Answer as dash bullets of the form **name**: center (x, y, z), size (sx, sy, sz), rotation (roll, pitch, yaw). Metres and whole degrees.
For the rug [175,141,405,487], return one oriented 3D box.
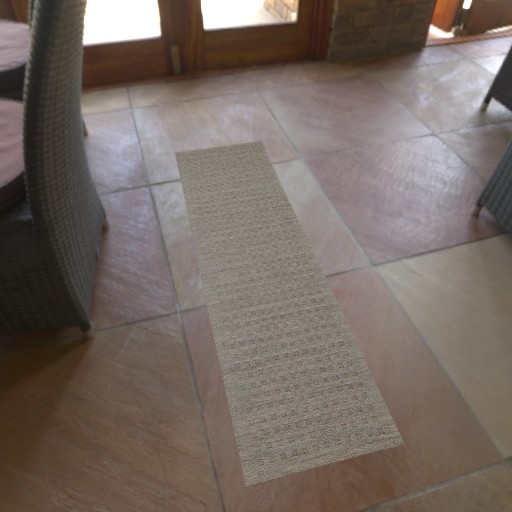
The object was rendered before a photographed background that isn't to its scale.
- **rug**: center (0.000, 0.000, 2.626), size (0.688, 0.005, 2.437), rotation (-10, 47, -10)
